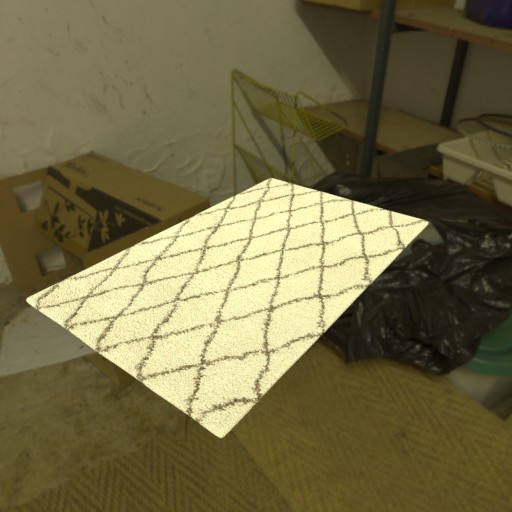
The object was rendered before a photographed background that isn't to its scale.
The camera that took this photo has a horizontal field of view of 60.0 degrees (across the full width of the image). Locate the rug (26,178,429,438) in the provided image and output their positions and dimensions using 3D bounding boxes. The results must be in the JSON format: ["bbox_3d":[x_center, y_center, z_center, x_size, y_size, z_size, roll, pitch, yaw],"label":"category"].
[{"bbox_3d":[0.000,0.000,3.016,1.524,0.030,2.438,22,37,31],"label":"rug"}]
